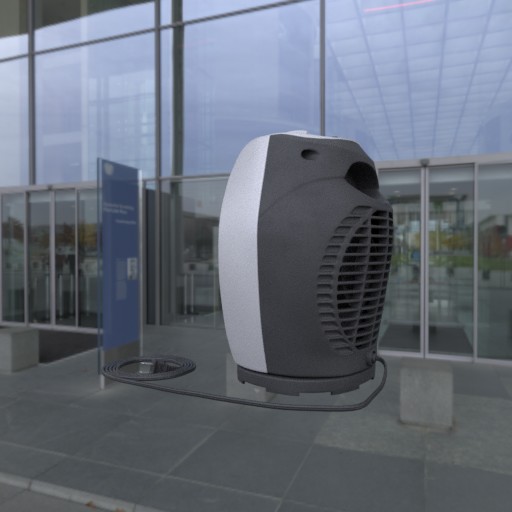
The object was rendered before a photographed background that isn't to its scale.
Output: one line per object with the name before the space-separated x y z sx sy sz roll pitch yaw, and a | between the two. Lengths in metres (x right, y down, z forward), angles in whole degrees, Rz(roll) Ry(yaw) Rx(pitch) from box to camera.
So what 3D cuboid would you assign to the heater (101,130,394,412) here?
heater | 0.000 0.000 0.489 0.291 0.255 0.239 1 1 36
